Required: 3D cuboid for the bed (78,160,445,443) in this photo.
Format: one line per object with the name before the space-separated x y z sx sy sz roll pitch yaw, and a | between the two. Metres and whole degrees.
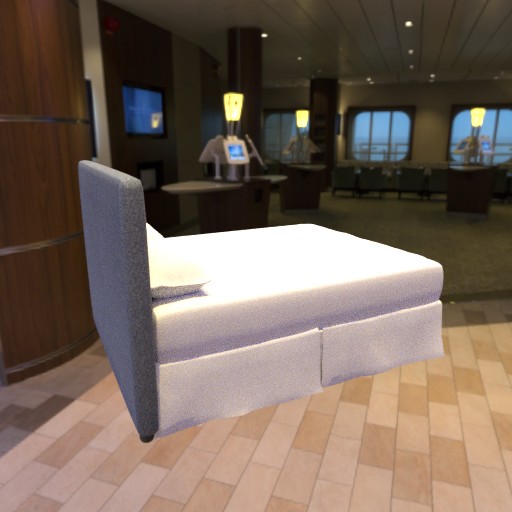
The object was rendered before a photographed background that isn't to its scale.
bed | 0.000 0.000 3.172 2.142 1.330 1.723 -8 17 -26
